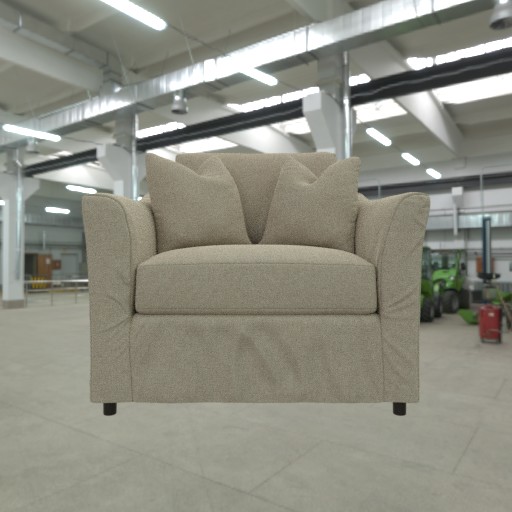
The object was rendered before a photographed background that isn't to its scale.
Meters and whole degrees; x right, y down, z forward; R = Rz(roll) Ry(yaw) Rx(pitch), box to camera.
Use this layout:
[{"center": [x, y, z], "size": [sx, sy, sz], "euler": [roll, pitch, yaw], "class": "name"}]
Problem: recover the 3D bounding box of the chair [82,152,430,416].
[{"center": [0.000, 0.000, 2.007], "size": [1.194, 1.093, 1.071], "euler": [0, -1, 0], "class": "chair"}]
